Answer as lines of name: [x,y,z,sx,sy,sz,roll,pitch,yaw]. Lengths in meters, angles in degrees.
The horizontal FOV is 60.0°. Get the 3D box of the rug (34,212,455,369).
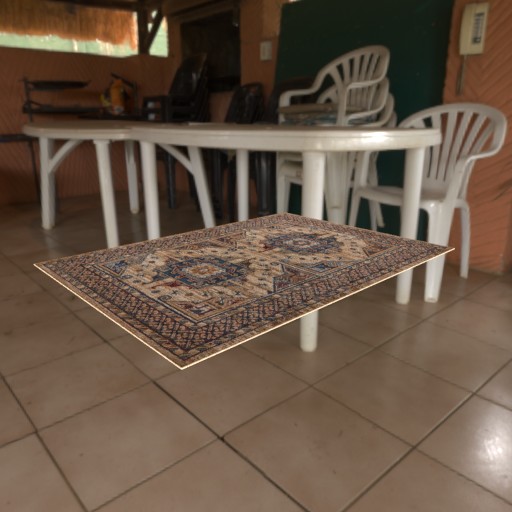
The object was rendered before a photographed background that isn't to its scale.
rug: [0.000,0.000,2.877,2.227,0.008,1.611,-16,23,-40]
